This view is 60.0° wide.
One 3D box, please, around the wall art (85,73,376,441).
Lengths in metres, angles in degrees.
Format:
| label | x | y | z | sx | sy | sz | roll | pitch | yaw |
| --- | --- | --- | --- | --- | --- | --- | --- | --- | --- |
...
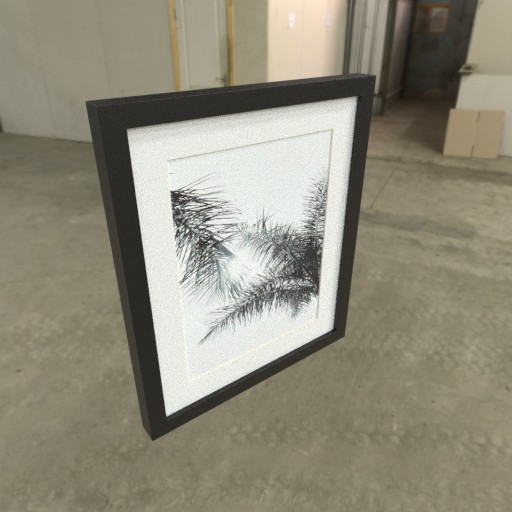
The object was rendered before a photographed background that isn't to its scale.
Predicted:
| label | x | y | z | sx | sy | sz | roll | pitch | yaw |
| --- | --- | --- | --- | --- | --- | --- | --- | --- | --- |
| wall art | 0.000 | 0.000 | 0.526 | 0.325 | 0.380 | 0.028 | -20 | 34 | -32 |
